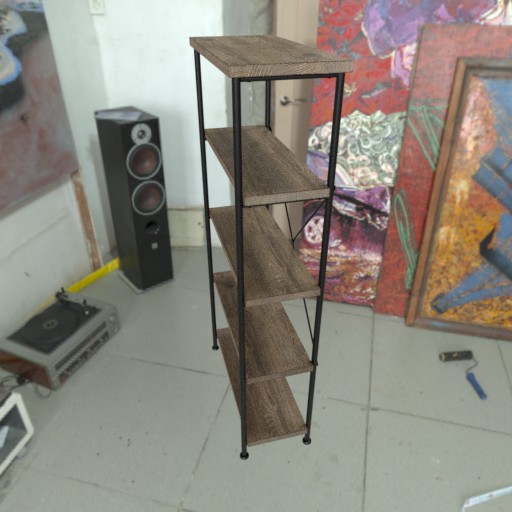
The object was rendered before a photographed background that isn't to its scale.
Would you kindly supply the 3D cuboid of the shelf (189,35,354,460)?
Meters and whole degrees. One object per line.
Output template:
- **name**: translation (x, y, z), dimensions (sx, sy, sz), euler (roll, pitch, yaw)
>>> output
- **shelf**: translation (0.000, 0.000, 1.978), dimensions (0.360, 1.700, 0.800), euler (-8, 32, -13)
